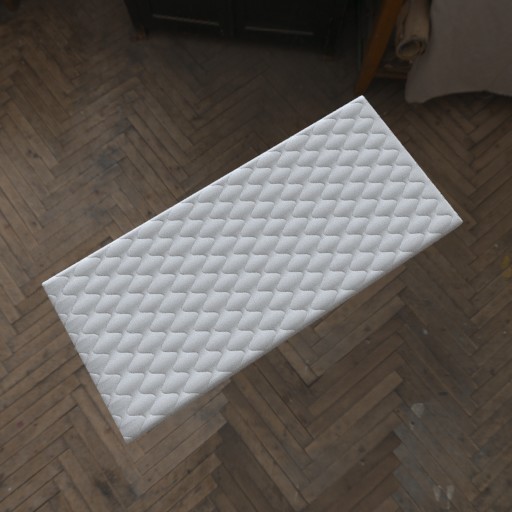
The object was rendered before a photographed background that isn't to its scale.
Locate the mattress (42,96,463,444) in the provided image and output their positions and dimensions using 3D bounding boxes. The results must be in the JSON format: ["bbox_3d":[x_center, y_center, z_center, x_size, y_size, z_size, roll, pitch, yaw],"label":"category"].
[{"bbox_3d":[0.000,0.000,2.334,2.000,0.200,0.900,-32,78,-8],"label":"mattress"}]
